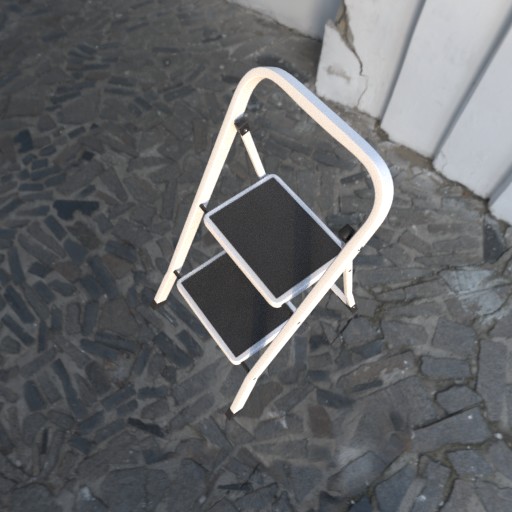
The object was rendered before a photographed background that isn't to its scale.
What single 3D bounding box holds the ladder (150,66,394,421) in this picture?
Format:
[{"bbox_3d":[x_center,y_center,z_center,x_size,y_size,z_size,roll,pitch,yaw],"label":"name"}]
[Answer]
[{"bbox_3d":[0.000,0.000,1.117,0.544,0.810,0.460,-34,68,-16],"label":"ladder"}]
